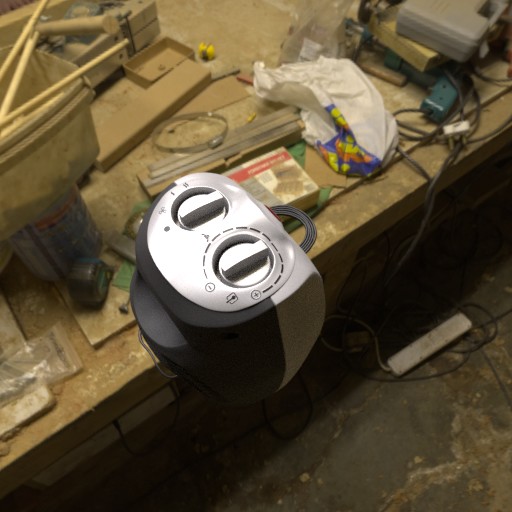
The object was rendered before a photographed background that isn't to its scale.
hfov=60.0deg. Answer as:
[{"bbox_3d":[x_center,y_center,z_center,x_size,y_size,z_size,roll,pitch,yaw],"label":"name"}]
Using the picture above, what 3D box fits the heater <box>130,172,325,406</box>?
[{"bbox_3d":[0.000,0.000,0.474,0.291,0.240,0.239,-31,63,-18],"label":"heater"}]
